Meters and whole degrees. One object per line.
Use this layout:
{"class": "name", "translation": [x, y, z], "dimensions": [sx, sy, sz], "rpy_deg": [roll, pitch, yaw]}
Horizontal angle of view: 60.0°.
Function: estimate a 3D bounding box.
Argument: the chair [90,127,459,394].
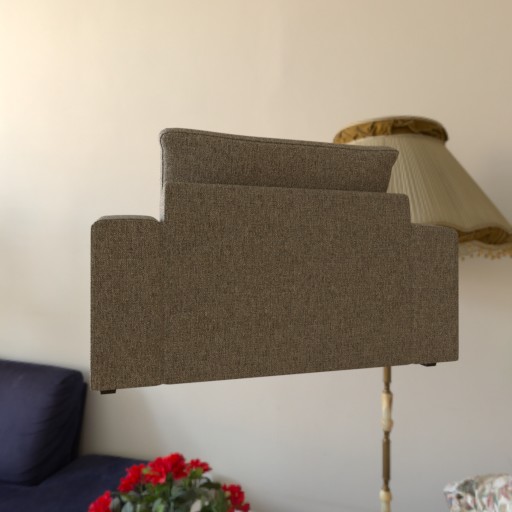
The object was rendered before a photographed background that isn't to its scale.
{"class": "chair", "translation": [0.000, 0.000, 2.074], "dimensions": [1.398, 0.915, 1.039], "rpy_deg": [0, 0, -17]}
